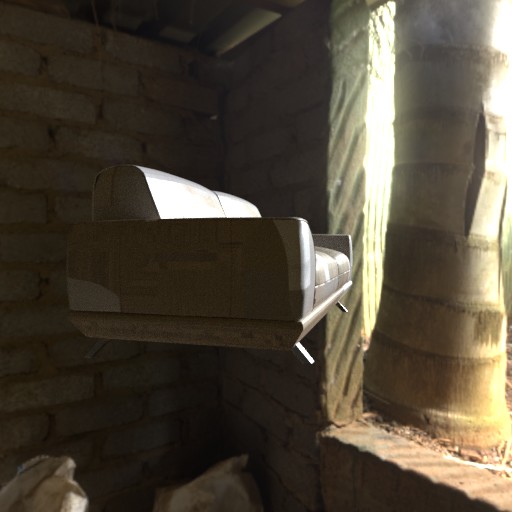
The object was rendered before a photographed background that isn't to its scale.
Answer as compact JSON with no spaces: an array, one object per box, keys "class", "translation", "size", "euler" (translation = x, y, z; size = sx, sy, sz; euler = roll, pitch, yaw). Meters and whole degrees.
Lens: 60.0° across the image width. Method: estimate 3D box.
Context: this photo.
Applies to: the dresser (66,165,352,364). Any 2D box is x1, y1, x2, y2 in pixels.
[{"class":"dresser","translation":[0.000,0.000,5.890],"size":[2.251,1.863,4.679],"euler":[0,1,17]}]
